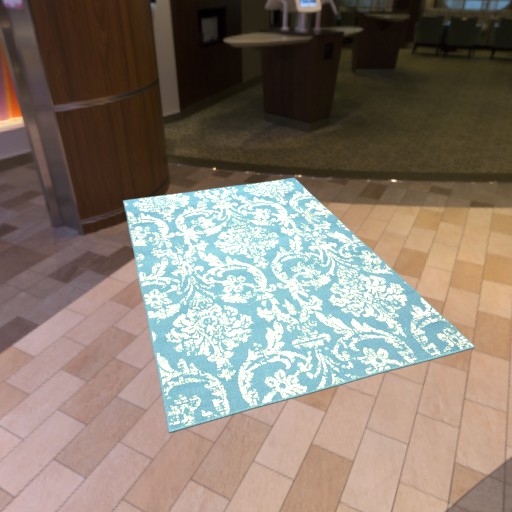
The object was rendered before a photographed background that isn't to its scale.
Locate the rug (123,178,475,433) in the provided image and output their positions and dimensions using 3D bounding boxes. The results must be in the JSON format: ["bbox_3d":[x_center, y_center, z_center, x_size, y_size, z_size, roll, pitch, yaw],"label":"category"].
[{"bbox_3d":[0.000,0.000,2.317,1.211,0.012,1.833,-10,34,-16],"label":"rug"}]
